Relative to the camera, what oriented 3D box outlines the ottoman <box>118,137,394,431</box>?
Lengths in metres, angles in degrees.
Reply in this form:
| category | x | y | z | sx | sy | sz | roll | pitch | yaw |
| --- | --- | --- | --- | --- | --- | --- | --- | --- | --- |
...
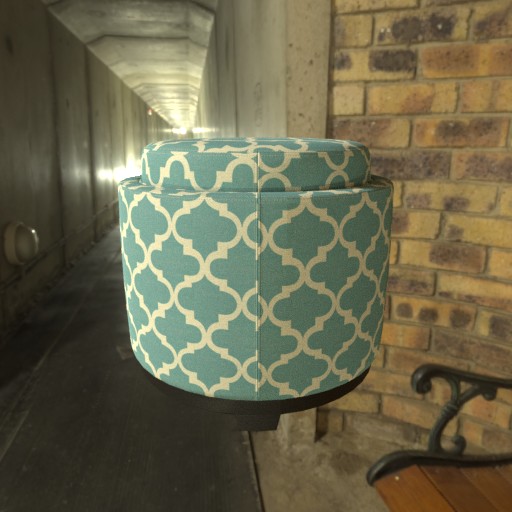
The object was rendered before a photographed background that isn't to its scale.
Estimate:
| category | x | y | z | sx | sy | sz | roll | pitch | yaw |
| --- | --- | --- | --- | --- | --- | --- | --- | --- | --- |
| ottoman | 0.000 | 0.000 | 0.831 | 0.480 | 0.429 | 0.480 | 0 | 16 | 0 |
